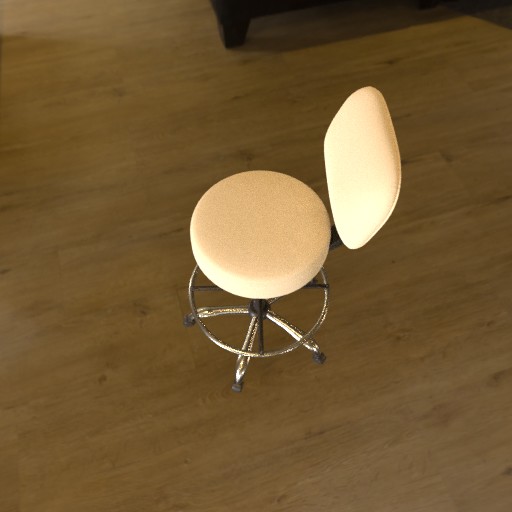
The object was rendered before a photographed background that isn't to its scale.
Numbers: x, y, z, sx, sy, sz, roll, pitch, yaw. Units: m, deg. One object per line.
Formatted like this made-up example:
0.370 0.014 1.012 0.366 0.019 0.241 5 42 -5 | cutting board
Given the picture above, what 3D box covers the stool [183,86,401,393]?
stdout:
0.000 0.000 1.441 0.616 1.080 0.609 -1 58 -1 | stool
